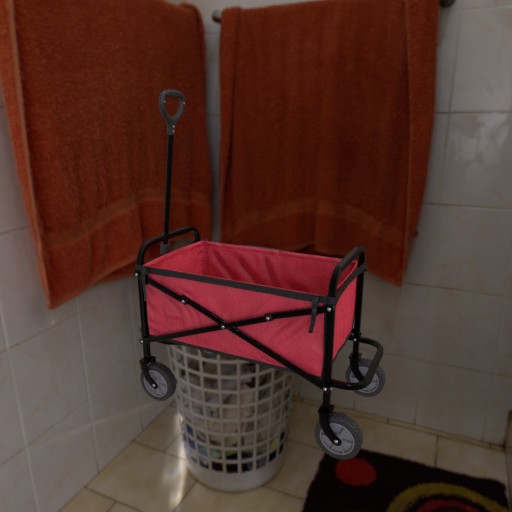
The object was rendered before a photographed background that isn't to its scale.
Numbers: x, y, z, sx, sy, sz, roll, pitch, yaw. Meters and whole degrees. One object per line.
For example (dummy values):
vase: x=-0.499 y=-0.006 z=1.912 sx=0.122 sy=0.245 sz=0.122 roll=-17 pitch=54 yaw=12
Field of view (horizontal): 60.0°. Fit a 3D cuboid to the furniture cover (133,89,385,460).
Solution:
furniture cover: x=0.000 y=0.000 z=1.806 sx=1.038 sy=1.295 sz=0.532 roll=8 pitch=18 yaw=25
